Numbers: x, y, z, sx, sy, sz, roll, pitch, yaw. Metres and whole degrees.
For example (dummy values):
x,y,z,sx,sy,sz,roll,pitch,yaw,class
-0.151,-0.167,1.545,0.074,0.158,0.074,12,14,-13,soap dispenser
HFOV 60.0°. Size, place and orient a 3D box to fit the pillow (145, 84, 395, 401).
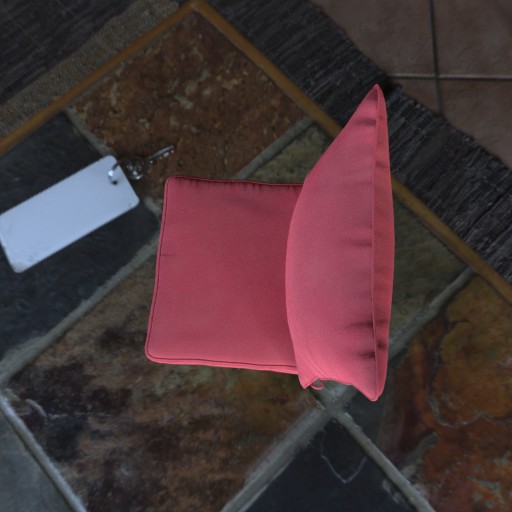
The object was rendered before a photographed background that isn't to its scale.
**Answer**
x,y,z,sx,sy,sz,roll,pitch,yaw,class
0.000,0.000,1.370,0.733,0.725,0.798,4,77,1,pillow
